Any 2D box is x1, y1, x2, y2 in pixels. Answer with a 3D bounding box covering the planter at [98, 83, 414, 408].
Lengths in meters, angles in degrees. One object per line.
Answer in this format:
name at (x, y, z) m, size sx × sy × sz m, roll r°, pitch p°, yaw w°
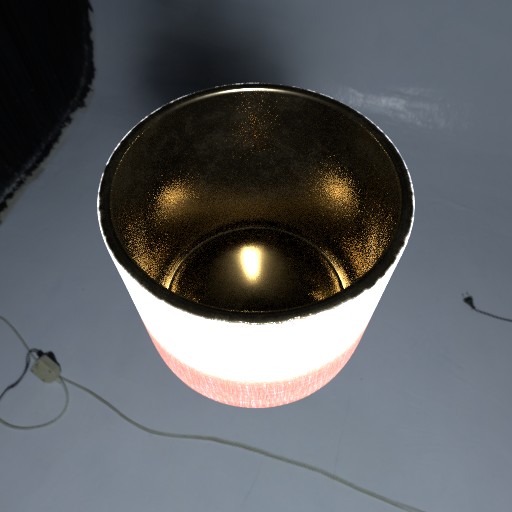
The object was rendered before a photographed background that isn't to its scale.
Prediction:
planter at (0.000, 0.000, 0.313) m, size 0.178 × 0.157 × 0.178 m, roll 0°, pitch 58°, yaw 0°
